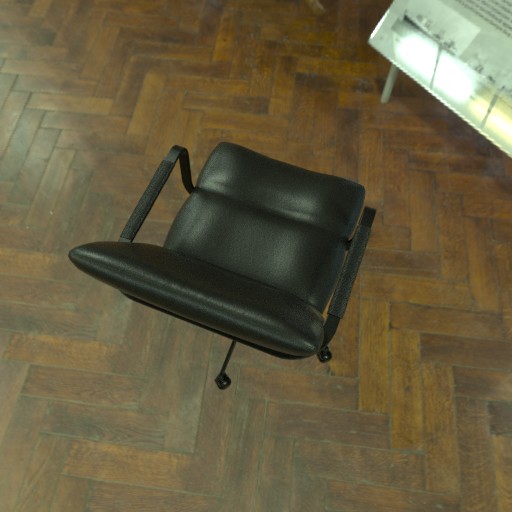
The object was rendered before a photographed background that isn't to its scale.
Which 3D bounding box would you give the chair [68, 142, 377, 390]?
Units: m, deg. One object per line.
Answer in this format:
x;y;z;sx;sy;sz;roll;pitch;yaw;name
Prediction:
0.000;0.000;1.445;0.719;0.922;0.748;20;65;10;chair
